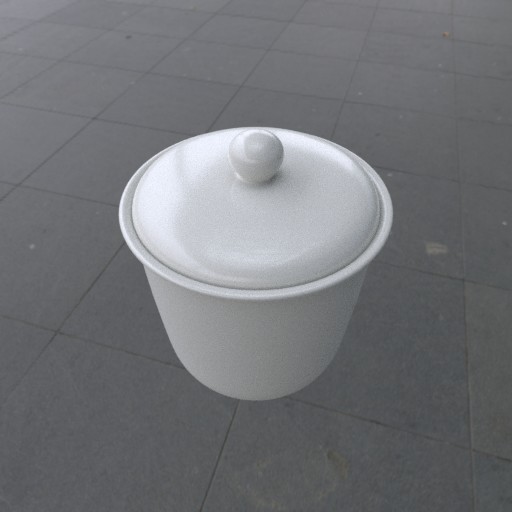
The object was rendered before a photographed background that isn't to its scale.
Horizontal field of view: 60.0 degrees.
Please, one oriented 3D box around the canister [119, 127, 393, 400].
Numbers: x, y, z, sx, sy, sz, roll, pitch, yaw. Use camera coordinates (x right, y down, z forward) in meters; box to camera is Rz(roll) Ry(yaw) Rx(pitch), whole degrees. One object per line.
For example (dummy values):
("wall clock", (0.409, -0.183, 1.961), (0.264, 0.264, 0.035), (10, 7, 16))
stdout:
("canister", (0.000, 0.000, 0.341), (0.182, 0.208, 0.182), (0, 45, 0))
